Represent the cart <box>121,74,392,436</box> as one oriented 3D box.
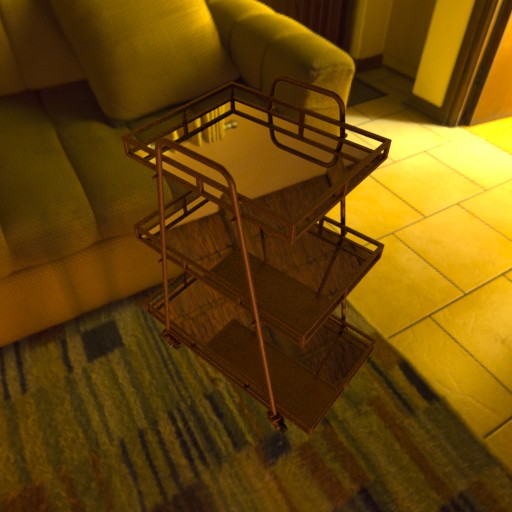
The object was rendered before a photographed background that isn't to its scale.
[{"bbox_3d":[0.000,0.000,1.281,0.711,0.883,0.441,30,52,27],"label":"cart"}]
